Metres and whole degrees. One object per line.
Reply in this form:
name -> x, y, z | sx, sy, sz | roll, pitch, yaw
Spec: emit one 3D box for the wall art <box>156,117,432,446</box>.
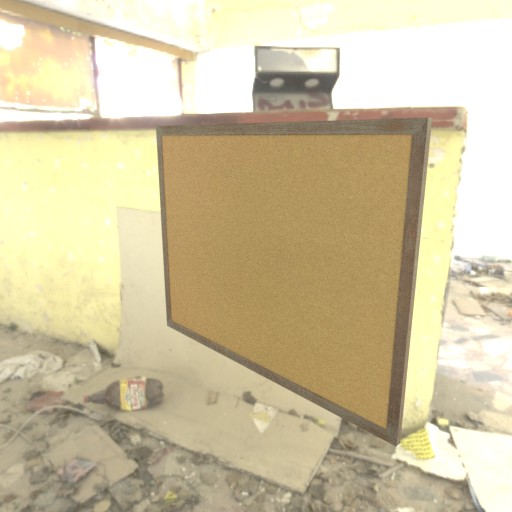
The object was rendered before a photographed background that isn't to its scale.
wall art -> 0.000, 0.000, 1.348 | 0.019, 0.774, 1.012 | -14, 20, -42
